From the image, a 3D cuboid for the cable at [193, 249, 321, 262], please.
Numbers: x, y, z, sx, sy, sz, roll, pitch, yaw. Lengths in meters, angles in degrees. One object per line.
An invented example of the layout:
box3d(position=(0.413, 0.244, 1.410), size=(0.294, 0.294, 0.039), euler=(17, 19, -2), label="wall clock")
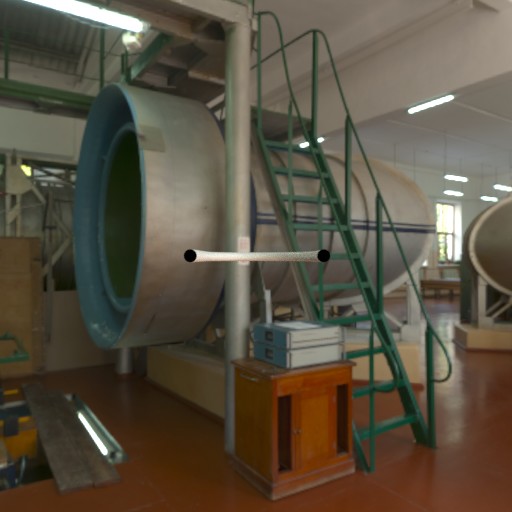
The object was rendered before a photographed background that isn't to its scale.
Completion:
box3d(position=(0.000, 0.000, 0.109), size=(0.041, 0.005, 0.098), euler=(0, 0, 1), label="cable")
